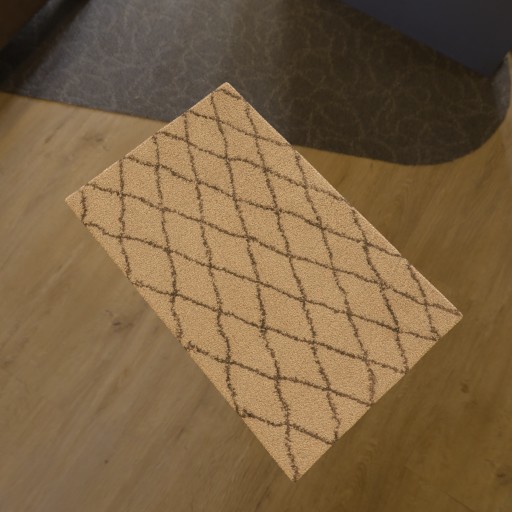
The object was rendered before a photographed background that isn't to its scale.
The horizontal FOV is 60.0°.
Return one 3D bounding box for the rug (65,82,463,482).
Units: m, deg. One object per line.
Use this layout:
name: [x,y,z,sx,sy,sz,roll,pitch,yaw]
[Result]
rug: [0.000,0.000,3.055,1.524,0.030,2.438,-40,77,-11]
